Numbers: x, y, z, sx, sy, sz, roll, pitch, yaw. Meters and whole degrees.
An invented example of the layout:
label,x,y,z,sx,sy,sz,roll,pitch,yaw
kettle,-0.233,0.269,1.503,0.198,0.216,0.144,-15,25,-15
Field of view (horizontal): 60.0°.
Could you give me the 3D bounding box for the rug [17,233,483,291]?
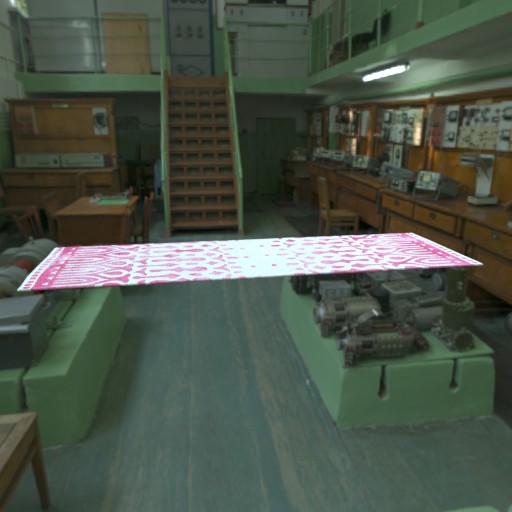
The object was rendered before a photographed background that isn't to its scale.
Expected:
label,x,y,z,sx,sy,sz,roll,pitch,yaw
rug,0.000,0.000,2.652,2.458,0.011,0.787,-3,16,-9
